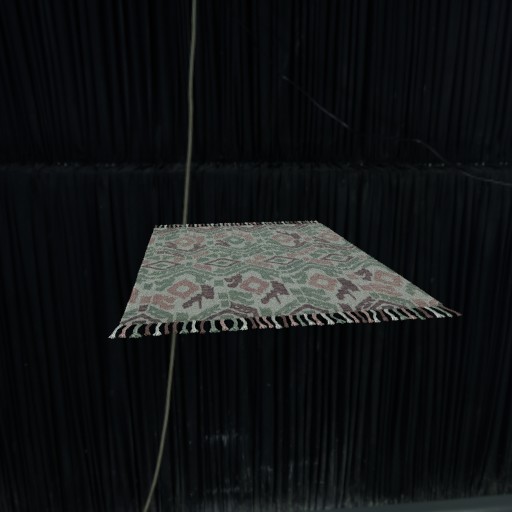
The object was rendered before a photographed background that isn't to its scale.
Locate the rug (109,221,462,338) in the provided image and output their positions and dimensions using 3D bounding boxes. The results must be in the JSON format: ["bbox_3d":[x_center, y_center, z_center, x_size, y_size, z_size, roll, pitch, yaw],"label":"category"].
[{"bbox_3d":[0.000,0.000,2.362,1.219,0.010,1.829,-2,15,-8],"label":"rug"}]
